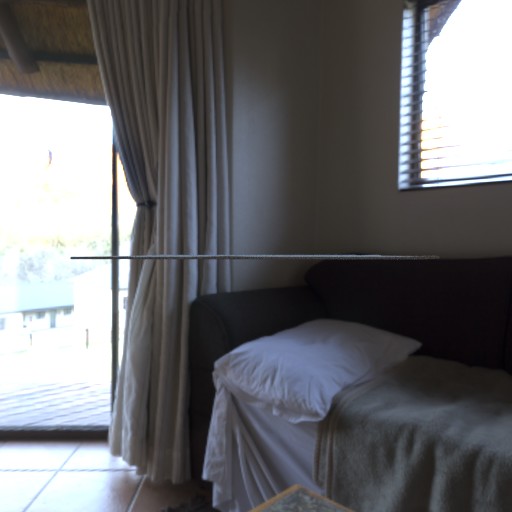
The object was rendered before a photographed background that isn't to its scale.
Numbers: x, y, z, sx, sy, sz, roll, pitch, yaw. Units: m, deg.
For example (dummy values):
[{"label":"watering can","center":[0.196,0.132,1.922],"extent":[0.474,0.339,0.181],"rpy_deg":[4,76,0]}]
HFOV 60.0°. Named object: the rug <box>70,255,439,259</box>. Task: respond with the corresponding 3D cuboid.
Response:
[{"label":"rug","center":[0.000,0.000,3.034],"extent":[1.521,0.015,2.436],"rpy_deg":[0,0,0]}]
